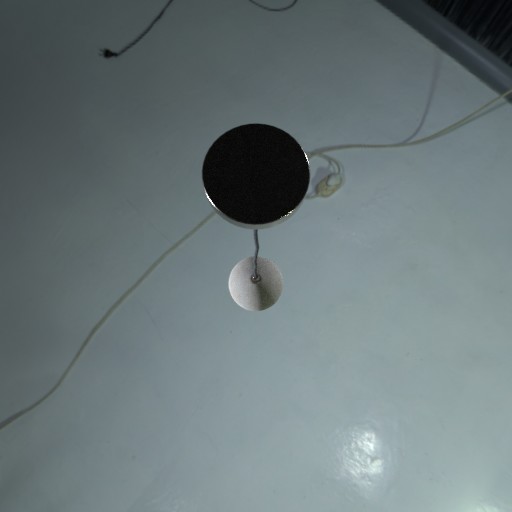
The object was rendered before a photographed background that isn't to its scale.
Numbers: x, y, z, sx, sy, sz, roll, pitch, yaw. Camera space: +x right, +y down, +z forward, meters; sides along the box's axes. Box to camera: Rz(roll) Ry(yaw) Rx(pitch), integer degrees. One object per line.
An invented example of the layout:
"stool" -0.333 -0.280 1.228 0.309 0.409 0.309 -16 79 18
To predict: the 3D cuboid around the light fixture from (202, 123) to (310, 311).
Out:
"light fixture" 0.000 0.000 0.823 0.139 0.764 0.139 37 80 8
